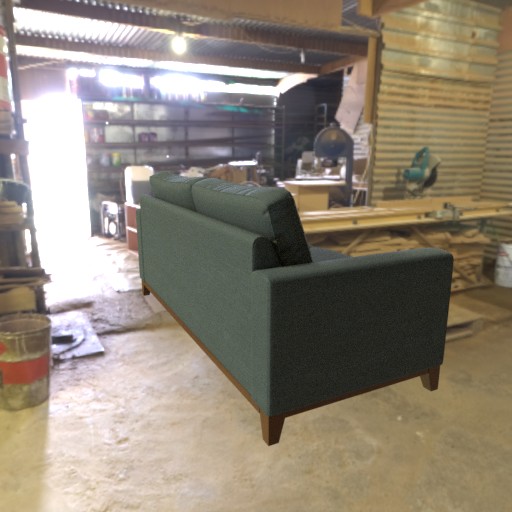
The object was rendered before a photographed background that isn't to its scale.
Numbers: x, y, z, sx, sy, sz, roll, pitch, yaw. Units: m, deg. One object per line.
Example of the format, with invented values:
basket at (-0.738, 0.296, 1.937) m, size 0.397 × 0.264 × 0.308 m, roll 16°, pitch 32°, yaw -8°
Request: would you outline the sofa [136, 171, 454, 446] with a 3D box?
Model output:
sofa at (0.000, 0.000, 2.426) m, size 0.877 × 0.865 × 1.900 m, roll -7°, pitch 15°, yaw -26°
